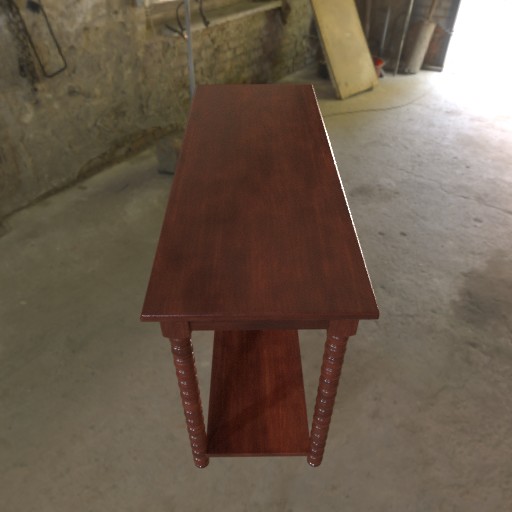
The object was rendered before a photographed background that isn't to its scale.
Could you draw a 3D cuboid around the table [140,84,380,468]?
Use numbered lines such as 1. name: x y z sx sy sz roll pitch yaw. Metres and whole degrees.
1. table: 0.000 0.000 1.508 0.459 0.740 1.184 0 41 -1
